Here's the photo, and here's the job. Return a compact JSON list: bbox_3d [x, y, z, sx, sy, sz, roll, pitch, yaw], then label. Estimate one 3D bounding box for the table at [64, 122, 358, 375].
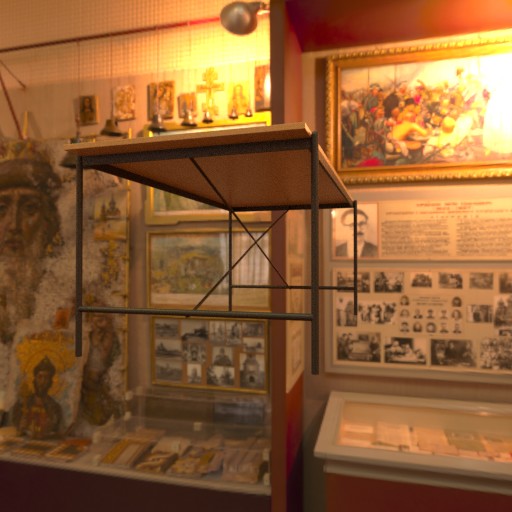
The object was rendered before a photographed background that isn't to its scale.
[{"bbox_3d":[0.000,0.000,2.277,0.900,0.758,1.800,0,-1,17],"label":"table"}]
